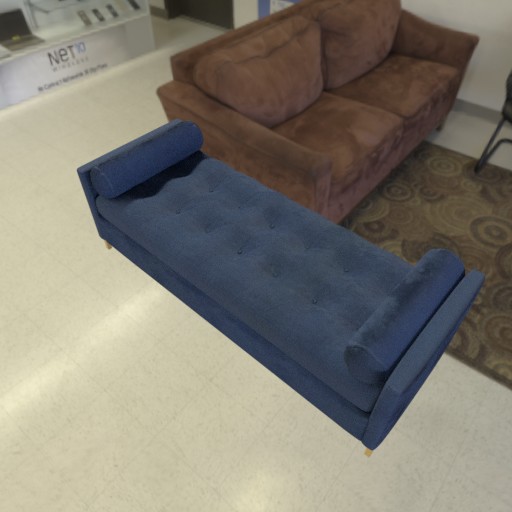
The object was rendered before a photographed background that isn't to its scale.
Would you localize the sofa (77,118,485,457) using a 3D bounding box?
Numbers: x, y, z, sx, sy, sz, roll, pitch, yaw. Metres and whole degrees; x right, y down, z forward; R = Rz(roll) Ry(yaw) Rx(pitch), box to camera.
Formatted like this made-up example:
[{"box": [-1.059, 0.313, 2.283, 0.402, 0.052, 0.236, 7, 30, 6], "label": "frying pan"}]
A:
[{"box": [0.000, 0.000, 2.461, 2.102, 0.705, 0.796, 33, 54, 28], "label": "sofa"}]
